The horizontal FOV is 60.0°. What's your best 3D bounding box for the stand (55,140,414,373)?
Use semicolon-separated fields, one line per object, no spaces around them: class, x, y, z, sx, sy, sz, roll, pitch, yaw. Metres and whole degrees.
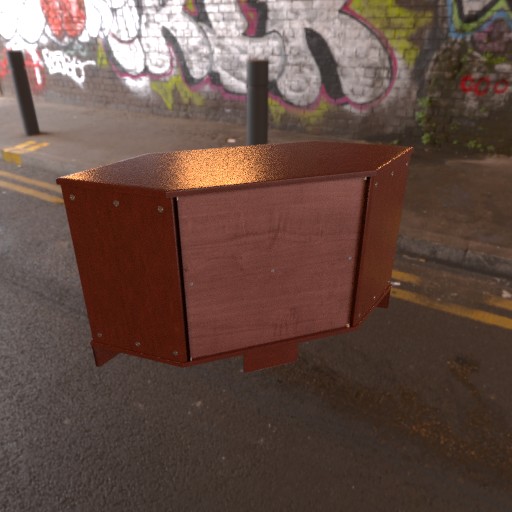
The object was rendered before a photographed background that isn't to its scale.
stand;0.000;0.000;1.412;1.072;0.614;0.381;-9;28;-16
